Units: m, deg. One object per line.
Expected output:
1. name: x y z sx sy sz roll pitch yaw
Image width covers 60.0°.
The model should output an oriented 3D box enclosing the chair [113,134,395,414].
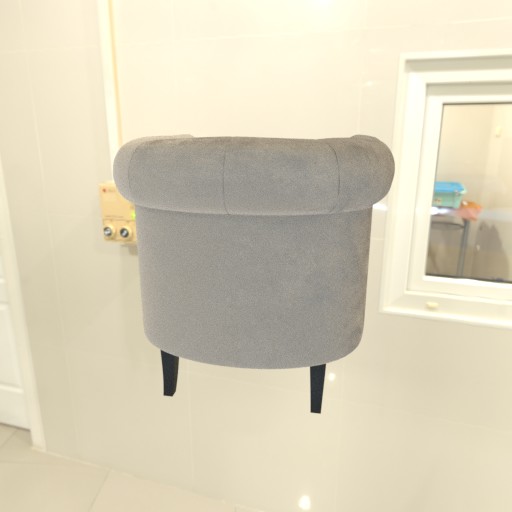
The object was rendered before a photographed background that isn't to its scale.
1. chair: 0.000 0.000 1.565 0.904 0.826 0.851 3 16 10
